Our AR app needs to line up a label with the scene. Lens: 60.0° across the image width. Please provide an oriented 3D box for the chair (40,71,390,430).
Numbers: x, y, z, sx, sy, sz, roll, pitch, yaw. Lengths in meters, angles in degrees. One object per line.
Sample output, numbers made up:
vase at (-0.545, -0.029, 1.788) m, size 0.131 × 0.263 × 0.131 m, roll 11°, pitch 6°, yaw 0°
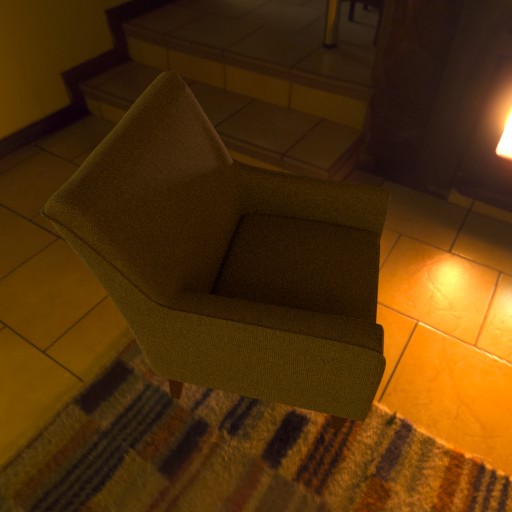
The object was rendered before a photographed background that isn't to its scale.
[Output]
chair at (0.000, 0.000, 1.556) m, size 0.899 × 0.919 × 0.780 m, roll 10°, pitch 47°, yaw 9°
